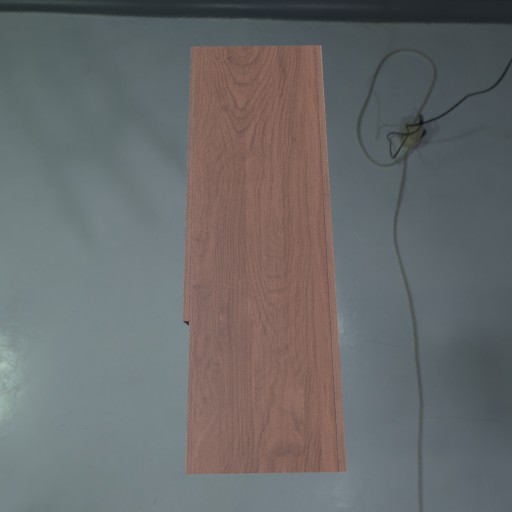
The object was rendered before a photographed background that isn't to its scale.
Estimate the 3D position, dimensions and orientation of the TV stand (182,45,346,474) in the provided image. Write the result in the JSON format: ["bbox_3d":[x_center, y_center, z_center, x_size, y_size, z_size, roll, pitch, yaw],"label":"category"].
[{"bbox_3d":[0.000,0.000,1.446,0.415,0.500,1.200,-1,75,0],"label":"TV stand"}]
